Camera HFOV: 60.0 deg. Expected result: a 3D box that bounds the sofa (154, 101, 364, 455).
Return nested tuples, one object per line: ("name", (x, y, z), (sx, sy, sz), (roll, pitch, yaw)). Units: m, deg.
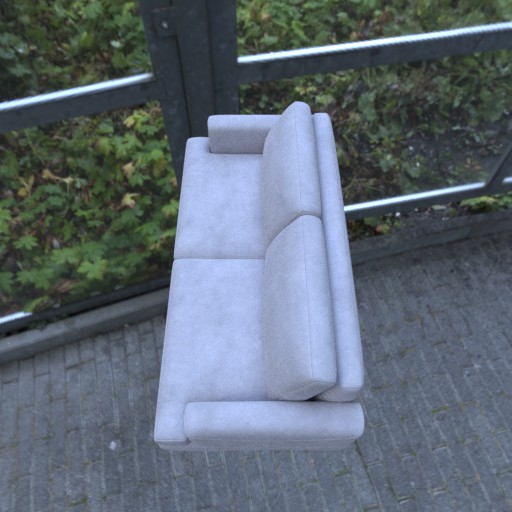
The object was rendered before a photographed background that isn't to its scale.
("sofa", (0.000, 0.000, 2.539), (0.980, 0.830, 2.013), (0, 58, 0))
